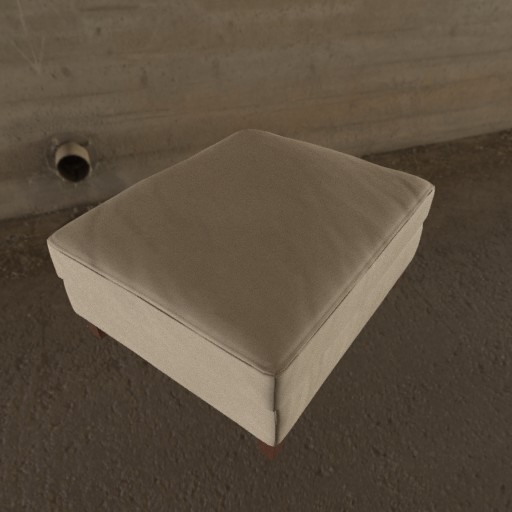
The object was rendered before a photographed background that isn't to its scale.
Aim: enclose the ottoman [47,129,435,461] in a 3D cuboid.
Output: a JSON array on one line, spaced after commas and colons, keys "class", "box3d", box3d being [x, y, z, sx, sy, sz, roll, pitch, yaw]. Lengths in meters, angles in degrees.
[{"class": "ottoman", "box3d": [0.000, 0.000, 1.511, 0.836, 0.492, 1.002, 25, 45, 27]}]
